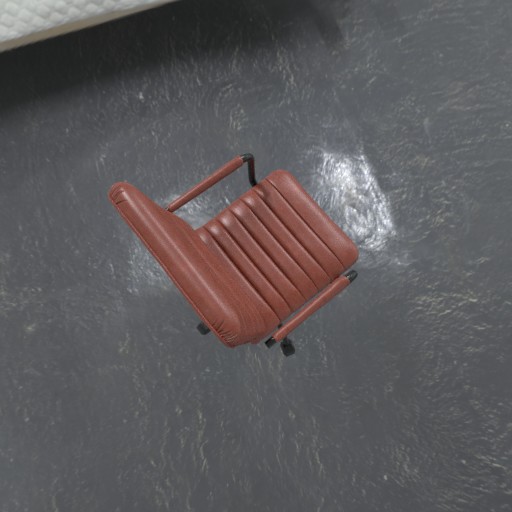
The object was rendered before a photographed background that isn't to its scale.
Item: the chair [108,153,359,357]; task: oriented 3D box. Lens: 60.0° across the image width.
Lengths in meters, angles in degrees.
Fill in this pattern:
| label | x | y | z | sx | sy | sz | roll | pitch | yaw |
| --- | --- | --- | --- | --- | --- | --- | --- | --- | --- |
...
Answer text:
| label | x | y | z | sx | sy | sz | roll | pitch | yaw |
| --- | --- | --- | --- | --- | --- | --- | --- | --- | --- |
| chair | 0.000 | 0.000 | 1.350 | 0.580 | 0.979 | 0.608 | -38 | 78 | -9 |
